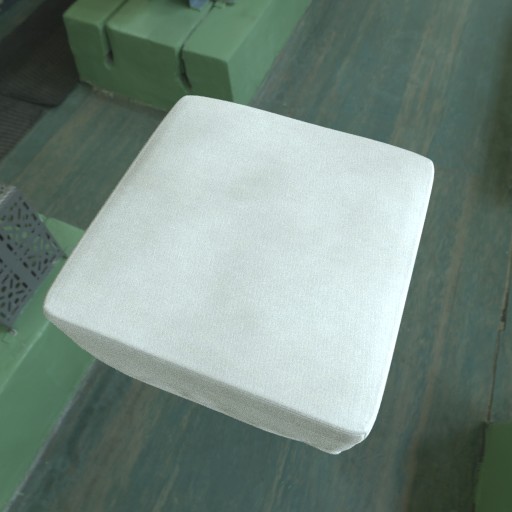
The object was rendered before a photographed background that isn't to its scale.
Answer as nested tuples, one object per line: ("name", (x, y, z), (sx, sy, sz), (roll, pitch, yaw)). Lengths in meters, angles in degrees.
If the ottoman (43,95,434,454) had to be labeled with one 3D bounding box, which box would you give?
("ottoman", (0.000, 0.000, 1.319), (0.842, 0.441, 0.843), (18, 62, 10))
